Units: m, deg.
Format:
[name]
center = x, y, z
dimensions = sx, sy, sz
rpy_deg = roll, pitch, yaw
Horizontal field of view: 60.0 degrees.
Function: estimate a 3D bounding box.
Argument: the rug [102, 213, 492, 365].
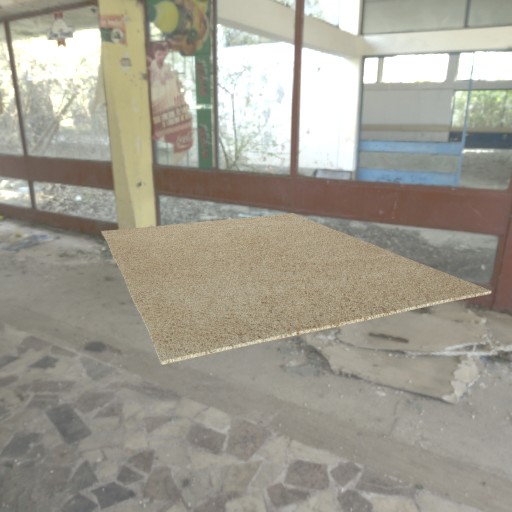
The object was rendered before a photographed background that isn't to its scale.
[rug]
center = 0.000, 0.000, 4.052
dimensions = 2.400, 0.025, 3.000
rpy_deg = -8, 19, -23
